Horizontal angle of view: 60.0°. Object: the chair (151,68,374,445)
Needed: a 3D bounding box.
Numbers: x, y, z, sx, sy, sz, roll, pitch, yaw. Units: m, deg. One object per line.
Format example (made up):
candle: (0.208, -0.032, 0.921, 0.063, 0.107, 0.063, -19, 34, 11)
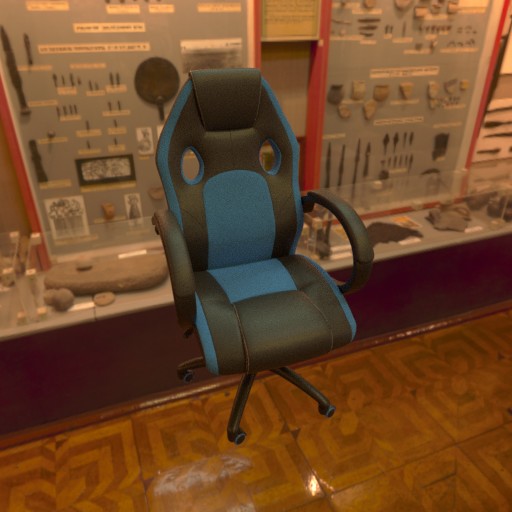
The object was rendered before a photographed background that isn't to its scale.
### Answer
chair: (0.000, 0.000, 1.598, 0.673, 1.187, 0.724, -10, 31, -17)
